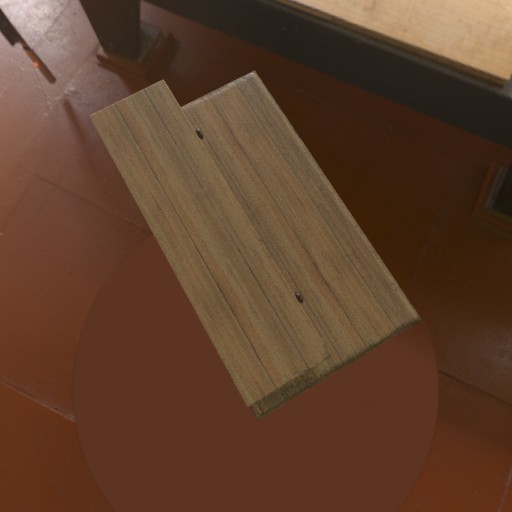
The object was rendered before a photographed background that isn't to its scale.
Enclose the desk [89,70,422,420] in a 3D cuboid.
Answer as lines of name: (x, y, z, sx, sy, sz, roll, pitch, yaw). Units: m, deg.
desk: (0.000, 0.000, 1.419, 0.462, 0.981, 0.814, -29, 77, -7)
